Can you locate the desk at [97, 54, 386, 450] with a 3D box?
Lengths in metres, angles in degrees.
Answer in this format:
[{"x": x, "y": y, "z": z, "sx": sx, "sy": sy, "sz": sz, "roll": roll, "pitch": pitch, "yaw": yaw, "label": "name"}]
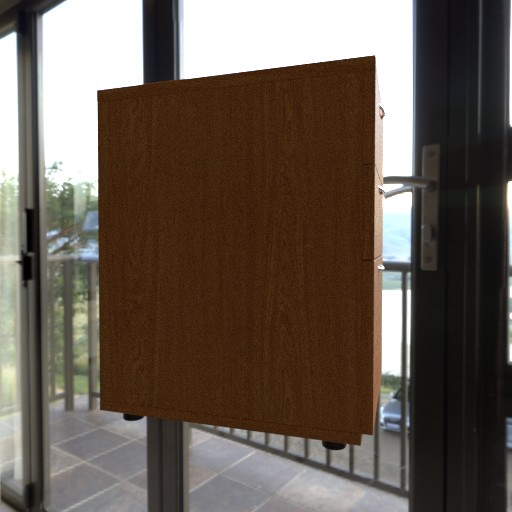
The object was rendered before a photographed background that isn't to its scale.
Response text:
[{"x": 0.000, "y": 0.000, "z": 1.076, "sx": 0.600, "sy": 0.730, "sz": 0.404, "roll": 1, "pitch": 2, "yaw": 18, "label": "desk"}]
